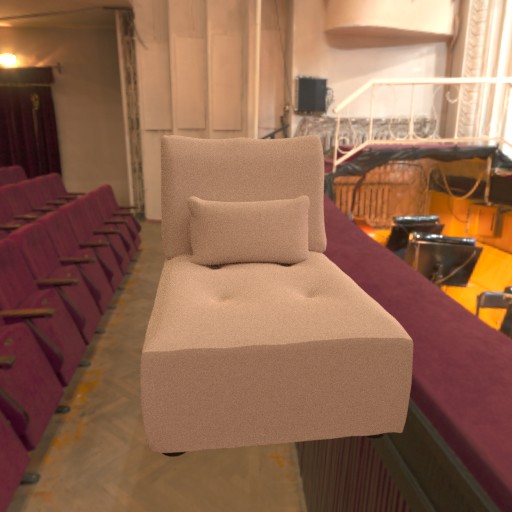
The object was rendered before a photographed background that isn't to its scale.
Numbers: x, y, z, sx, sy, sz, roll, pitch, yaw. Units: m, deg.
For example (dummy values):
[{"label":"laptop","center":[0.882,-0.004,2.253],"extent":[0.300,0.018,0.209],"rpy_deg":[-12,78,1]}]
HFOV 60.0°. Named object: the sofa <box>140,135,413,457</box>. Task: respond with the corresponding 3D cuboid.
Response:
[{"label":"sofa","center":[0.000,0.000,1.547],"extent":[0.700,0.820,1.000],"rpy_deg":[-2,15,-7]}]
